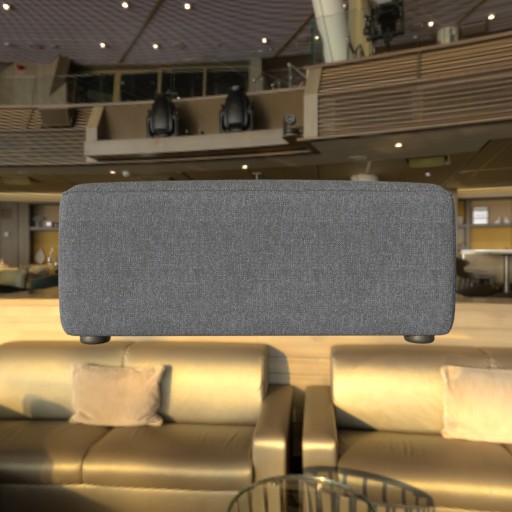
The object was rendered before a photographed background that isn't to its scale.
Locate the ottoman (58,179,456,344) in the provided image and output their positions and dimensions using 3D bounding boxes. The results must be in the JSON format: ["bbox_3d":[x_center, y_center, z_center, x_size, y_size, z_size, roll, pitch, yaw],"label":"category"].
[{"bbox_3d":[0.000,0.000,1.572,1.000,0.439,1.000,0,0,-1],"label":"ottoman"}]
